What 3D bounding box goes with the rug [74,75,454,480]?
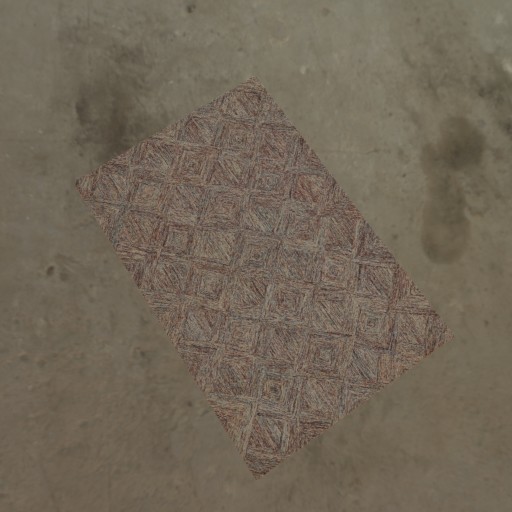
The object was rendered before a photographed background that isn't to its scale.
[{"bbox_3d":[0.000,0.000,2.955,1.523,0.019,2.285,-33,79,-8],"label":"rug"}]
